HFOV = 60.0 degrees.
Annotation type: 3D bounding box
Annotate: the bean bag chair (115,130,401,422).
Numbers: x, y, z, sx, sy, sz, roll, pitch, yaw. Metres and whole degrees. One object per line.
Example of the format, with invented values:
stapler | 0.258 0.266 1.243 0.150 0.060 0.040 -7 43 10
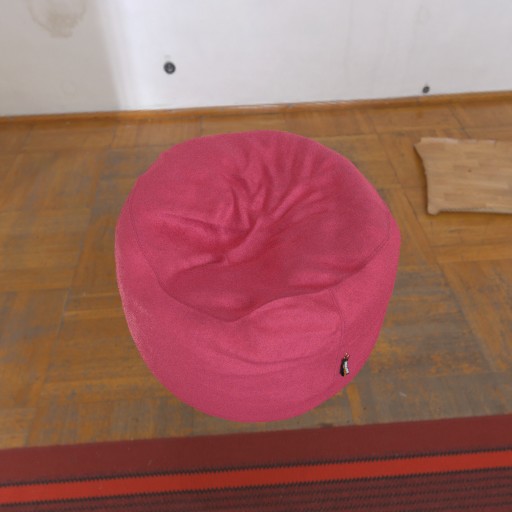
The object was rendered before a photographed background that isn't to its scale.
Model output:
bean bag chair | 0.000 0.000 1.965 1.218 0.788 1.218 0 46 0
